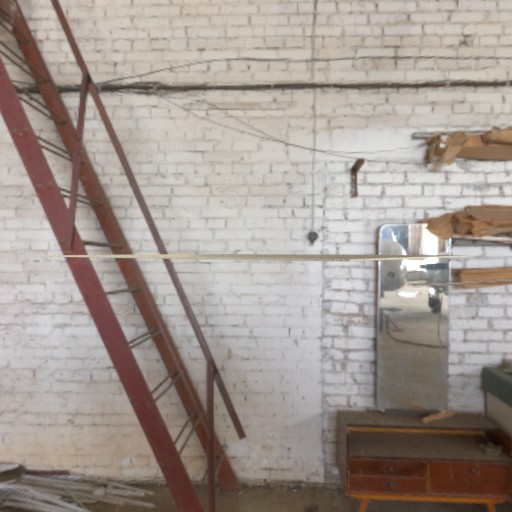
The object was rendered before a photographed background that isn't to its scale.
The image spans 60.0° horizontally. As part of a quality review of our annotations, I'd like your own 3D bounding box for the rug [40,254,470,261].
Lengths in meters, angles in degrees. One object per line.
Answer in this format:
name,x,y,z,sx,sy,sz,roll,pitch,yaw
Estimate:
rug,0.000,0.000,3.406,2.584,0.011,2.073,0,1,38
